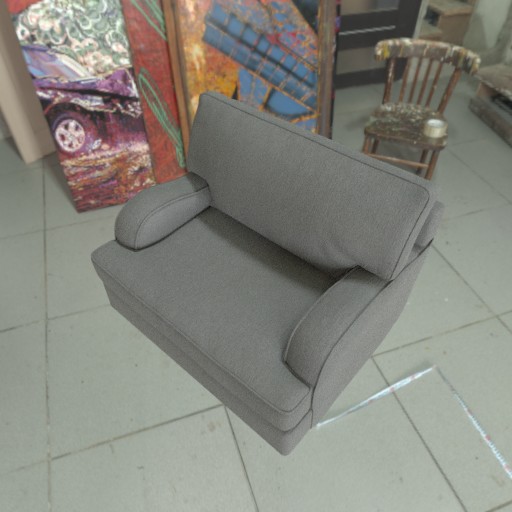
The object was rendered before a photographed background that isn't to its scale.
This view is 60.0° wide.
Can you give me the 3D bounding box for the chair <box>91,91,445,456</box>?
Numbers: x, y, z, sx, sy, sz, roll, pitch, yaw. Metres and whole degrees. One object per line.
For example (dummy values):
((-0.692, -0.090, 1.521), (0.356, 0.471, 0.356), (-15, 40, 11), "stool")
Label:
((0.000, 0.000, 2.030), (1.220, 1.016, 1.041), (32, 53, 28), "chair")
